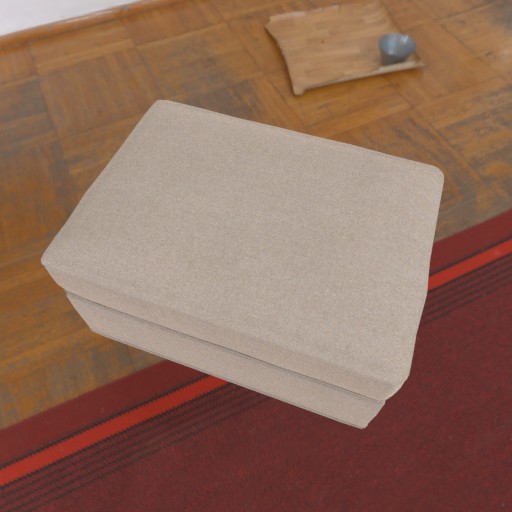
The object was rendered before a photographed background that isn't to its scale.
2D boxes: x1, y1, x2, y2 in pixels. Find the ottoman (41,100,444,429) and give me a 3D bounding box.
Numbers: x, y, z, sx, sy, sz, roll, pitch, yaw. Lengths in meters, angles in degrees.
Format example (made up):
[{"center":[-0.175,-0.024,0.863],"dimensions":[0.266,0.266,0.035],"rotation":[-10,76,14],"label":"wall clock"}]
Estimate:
[{"center":[0.000,0.000,1.244],"dimensions":[0.846,0.503,0.617],"rotation":[17,59,10],"label":"ottoman"}]
